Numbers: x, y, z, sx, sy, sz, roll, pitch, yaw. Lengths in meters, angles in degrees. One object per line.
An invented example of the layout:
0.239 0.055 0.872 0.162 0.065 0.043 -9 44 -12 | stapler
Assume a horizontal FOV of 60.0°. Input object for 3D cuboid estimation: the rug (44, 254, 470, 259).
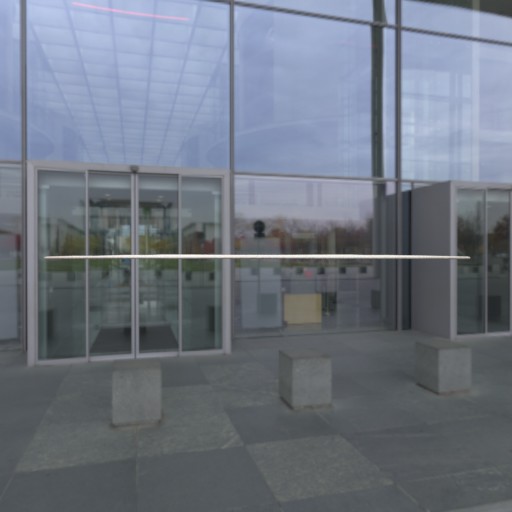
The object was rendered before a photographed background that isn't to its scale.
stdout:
0.000 0.000 4.025 2.410 0.021 3.055 0 0 0 | rug
